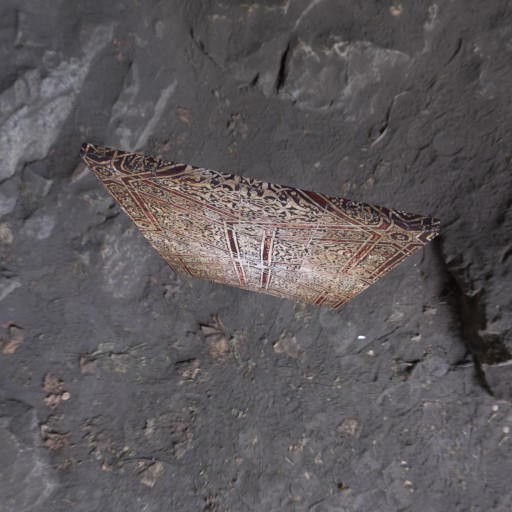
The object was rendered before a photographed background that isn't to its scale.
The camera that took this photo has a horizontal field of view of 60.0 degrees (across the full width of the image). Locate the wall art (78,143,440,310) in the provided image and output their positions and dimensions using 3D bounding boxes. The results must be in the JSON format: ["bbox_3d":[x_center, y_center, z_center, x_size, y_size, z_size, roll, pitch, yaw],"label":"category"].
[{"bbox_3d":[0.000,0.000,0.768,0.397,0.599,0.020,13,76,3],"label":"wall art"}]
